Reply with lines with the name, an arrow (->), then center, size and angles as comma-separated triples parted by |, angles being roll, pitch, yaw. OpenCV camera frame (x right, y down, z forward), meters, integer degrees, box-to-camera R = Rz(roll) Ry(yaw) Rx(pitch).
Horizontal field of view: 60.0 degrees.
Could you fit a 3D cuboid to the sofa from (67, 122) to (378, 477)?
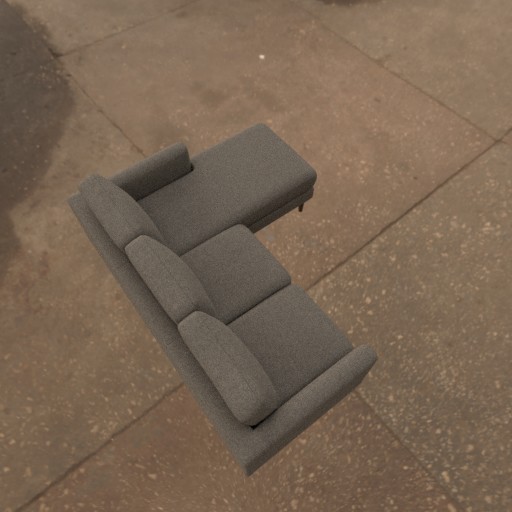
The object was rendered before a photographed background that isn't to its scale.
sofa -> 0.000, 0.000, 2.989 | 1.667, 0.957, 2.055 | -33, 64, -18
